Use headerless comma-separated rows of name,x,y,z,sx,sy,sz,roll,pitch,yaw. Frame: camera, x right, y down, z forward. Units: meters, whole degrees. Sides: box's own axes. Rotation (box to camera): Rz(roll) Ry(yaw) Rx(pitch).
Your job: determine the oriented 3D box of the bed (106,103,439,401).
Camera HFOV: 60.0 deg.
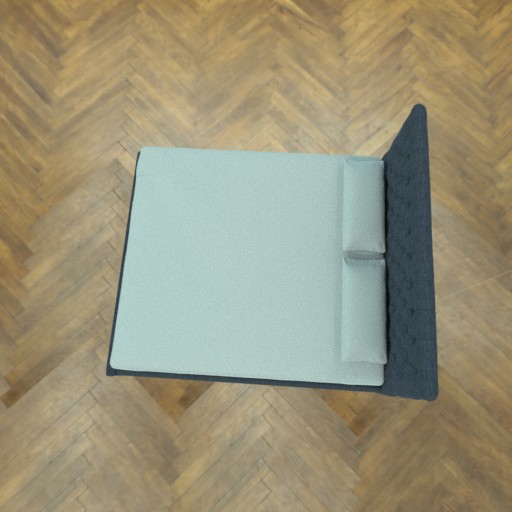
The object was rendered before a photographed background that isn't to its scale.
bed,0.000,0.000,3.640,2.387,1.427,2.078,3,75,1
